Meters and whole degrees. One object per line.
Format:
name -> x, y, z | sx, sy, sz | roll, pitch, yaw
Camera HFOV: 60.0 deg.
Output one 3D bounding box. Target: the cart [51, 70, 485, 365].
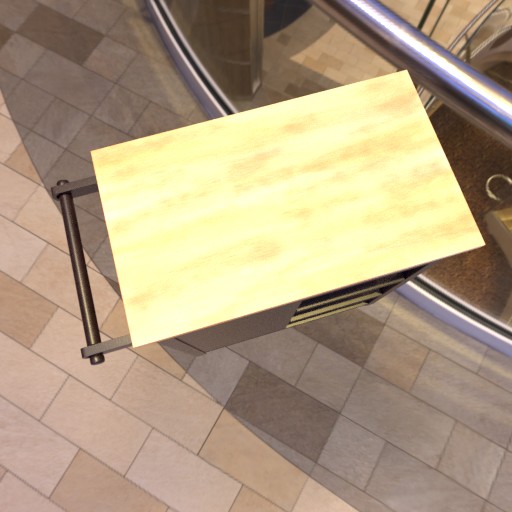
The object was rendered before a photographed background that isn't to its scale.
cart -> 0.000, 0.000, 1.421 | 0.914, 0.878, 0.472 | -16, 75, -4
